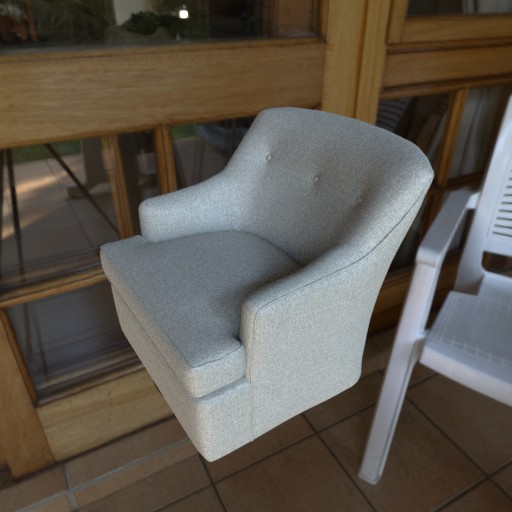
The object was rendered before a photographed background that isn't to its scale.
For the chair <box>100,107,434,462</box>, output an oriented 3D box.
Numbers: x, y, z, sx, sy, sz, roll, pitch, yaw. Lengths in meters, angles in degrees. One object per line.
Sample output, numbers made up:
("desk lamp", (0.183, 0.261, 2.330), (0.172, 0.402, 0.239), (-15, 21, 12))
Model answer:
("chair", (0.000, 0.000, 1.595), (0.923, 0.856, 0.864), (-19, 36, -29))
